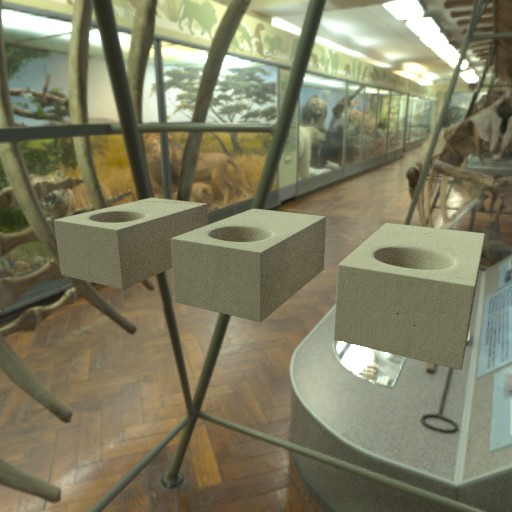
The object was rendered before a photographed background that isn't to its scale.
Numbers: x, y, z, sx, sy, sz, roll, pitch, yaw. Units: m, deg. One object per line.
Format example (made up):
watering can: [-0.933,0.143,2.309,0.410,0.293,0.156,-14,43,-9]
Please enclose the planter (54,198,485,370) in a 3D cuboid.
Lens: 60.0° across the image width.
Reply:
planter: [0.000,0.000,0.372,0.333,0.051,0.127,9,20,27]
